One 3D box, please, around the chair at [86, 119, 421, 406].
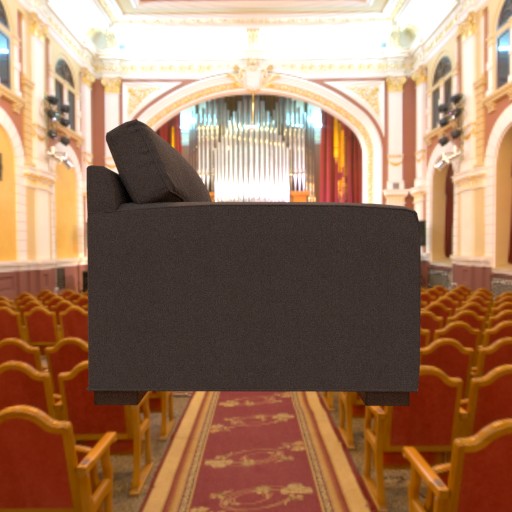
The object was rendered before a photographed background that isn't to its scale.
[{"bbox_3d":[0.000,0.000,1.850,1.043,0.913,0.997,0,1,0],"label":"chair"}]
